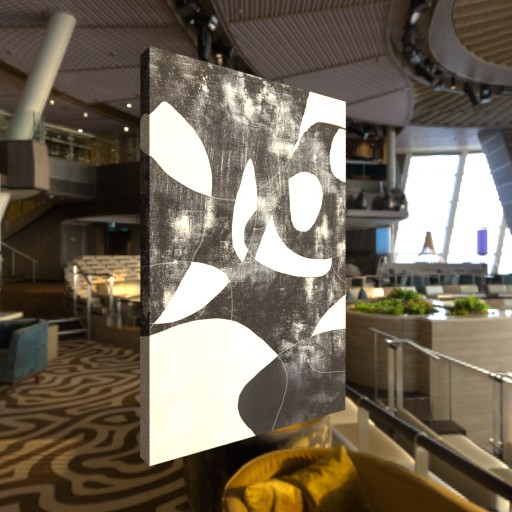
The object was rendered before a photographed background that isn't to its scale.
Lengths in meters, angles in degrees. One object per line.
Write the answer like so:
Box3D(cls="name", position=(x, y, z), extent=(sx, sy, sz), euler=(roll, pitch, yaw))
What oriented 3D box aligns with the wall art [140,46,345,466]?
Box3D(cls="wall art", position=(0.000, 0.000, 0.776), extent=(0.407, 0.610, 0.039), euler=(0, 0, -35))
